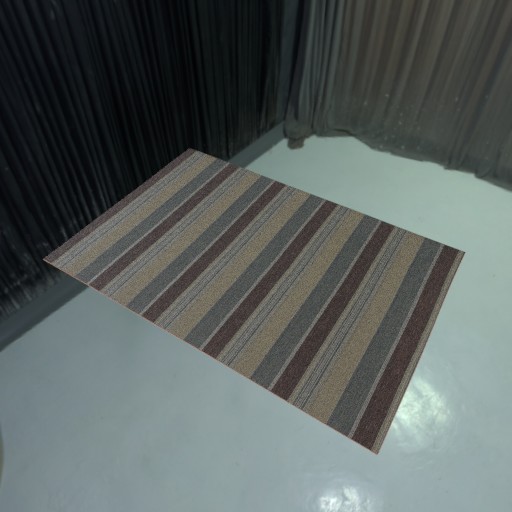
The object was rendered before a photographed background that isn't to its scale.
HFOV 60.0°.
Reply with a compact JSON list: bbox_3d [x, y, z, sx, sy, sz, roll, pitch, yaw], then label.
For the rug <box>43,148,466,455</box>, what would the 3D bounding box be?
[{"bbox_3d":[0.000,0.000,2.304,1.829,0.008,1.219,25,51,22],"label":"rug"}]
